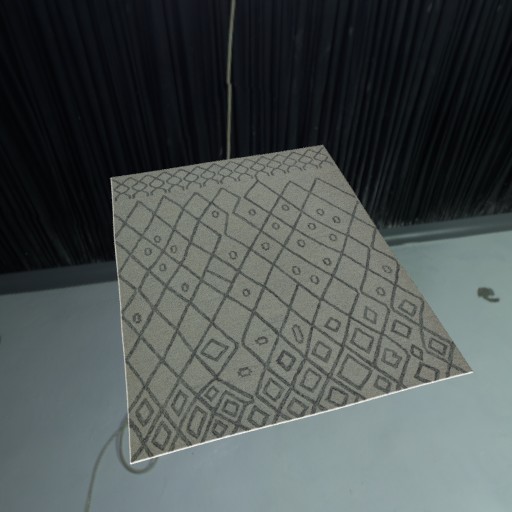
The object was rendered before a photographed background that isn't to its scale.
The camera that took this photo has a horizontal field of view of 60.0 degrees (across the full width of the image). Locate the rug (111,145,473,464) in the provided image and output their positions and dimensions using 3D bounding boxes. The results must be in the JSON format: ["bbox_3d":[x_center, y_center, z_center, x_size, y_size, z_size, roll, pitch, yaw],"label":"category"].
[{"bbox_3d":[0.000,0.000,3.994,2.446,0.015,3.046,-11,48,-10],"label":"rug"}]
